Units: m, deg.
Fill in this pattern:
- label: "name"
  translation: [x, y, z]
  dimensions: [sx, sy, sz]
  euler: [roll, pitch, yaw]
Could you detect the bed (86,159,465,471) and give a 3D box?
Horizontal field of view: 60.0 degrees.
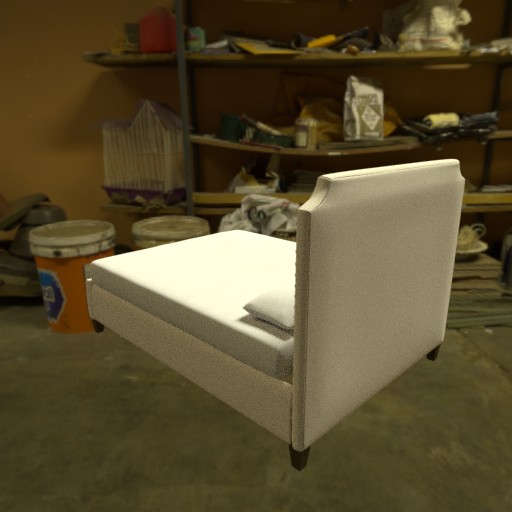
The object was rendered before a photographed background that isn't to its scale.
- label: "bed"
  translation: [0.000, 0.000, 3.377]
  dimensions: [1.712, 1.497, 2.372]
  euler: [-16, 22, -43]
